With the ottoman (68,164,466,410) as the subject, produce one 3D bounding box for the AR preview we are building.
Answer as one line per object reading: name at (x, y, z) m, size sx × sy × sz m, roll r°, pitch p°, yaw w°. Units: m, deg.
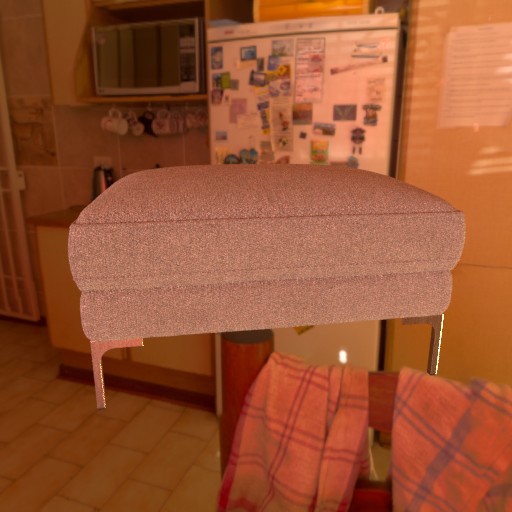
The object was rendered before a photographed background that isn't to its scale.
ottoman at (0.000, 0.000, 1.152) m, size 0.785 × 0.464 × 0.583 m, roll -3°, pitch 15°, yaw -10°
